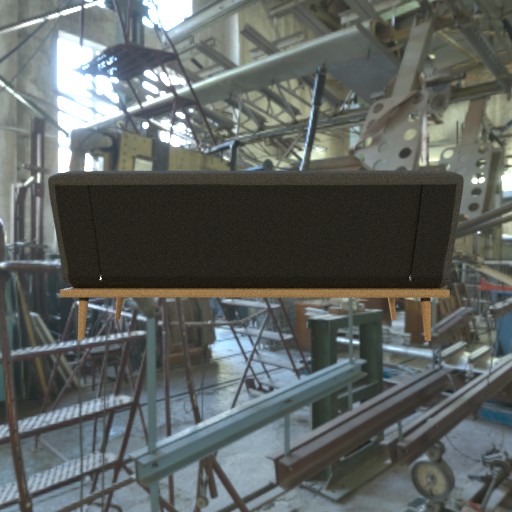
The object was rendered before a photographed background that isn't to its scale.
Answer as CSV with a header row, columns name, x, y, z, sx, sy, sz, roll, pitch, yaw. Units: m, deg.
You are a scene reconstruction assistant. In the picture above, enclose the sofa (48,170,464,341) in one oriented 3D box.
name,x,y,z,sx,sy,sz,roll,pitch,yaw
sofa,0.000,0.000,2.296,1.820,0.770,0.820,0,1,1
